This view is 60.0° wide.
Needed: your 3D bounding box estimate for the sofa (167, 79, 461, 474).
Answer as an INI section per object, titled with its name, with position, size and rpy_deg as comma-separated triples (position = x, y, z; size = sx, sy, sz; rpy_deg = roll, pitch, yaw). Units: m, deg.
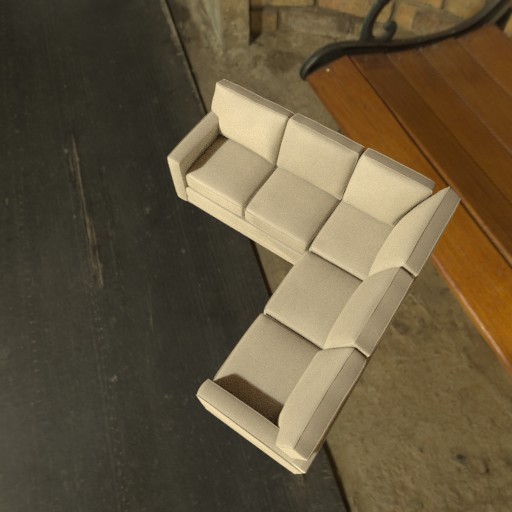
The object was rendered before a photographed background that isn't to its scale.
[sofa]
position = 0.000, 0.000, 3.416
size = 2.182, 0.939, 2.189
rpy_deg = 32, 68, 14
